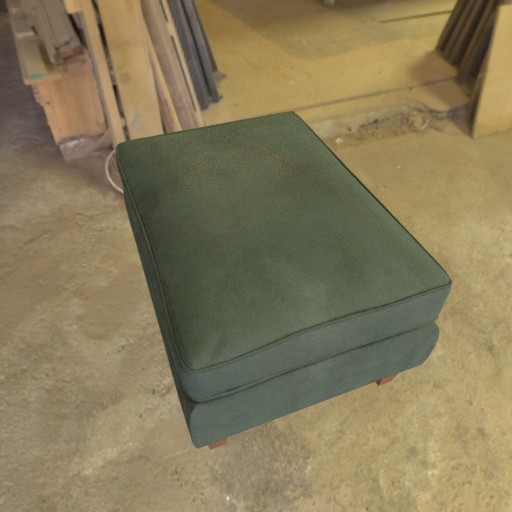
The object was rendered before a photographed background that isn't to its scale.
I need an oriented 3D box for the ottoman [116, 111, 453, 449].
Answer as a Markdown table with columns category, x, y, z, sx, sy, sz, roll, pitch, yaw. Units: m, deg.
| category | x | y | z | sx | sy | sz | roll | pitch | yaw |
| --- | --- | --- | --- | --- | --- | --- | --- | --- | --- |
| ottoman | 0.000 | 0.000 | 1.282 | 0.632 | 0.495 | 0.864 | -15 | 47 | -15 |
